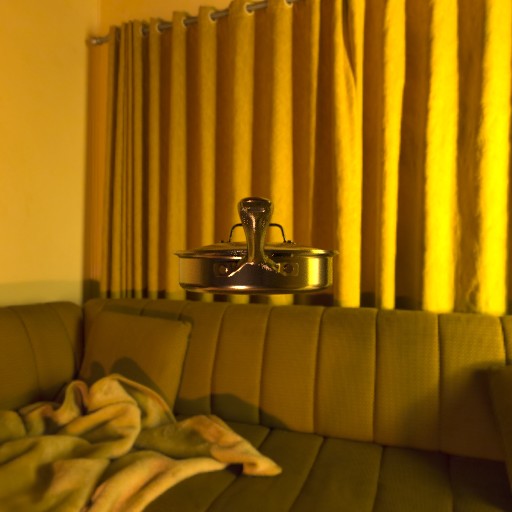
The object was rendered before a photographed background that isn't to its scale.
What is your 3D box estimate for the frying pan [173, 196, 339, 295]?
[{"bbox_3d":[0.000,0.000,0.657,0.280,0.114,0.561,0,0,0],"label":"frying pan"}]
